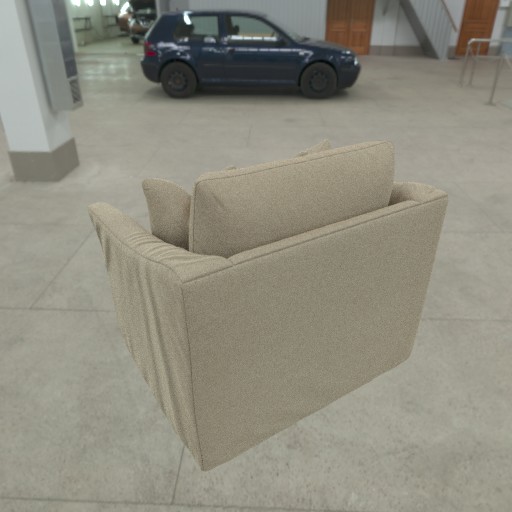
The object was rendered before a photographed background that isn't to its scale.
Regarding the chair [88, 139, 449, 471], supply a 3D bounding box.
[{"bbox_3d":[0.000,0.000,2.031,1.194,1.093,1.071,-18,34,-28],"label":"chair"}]
